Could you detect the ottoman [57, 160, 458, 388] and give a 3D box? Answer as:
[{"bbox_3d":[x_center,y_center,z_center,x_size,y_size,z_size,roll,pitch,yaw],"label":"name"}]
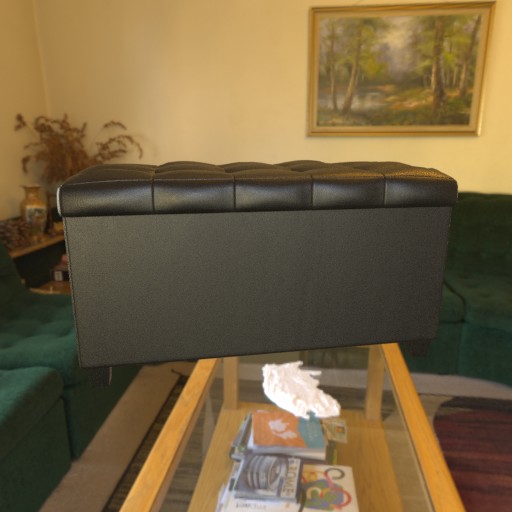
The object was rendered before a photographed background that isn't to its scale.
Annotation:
[{"bbox_3d":[0.000,0.000,1.138,0.838,0.470,0.432,-3,15,-10],"label":"ottoman"}]
